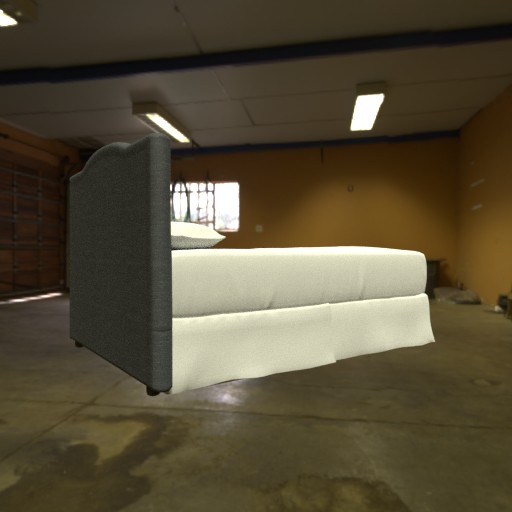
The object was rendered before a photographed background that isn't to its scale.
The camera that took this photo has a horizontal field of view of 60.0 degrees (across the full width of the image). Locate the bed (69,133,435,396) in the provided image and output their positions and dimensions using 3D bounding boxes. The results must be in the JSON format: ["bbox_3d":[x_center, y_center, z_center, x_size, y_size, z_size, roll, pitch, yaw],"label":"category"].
[{"bbox_3d":[0.000,0.000,3.625,2.507,1.441,1.747,0,1,-36],"label":"bed"}]
